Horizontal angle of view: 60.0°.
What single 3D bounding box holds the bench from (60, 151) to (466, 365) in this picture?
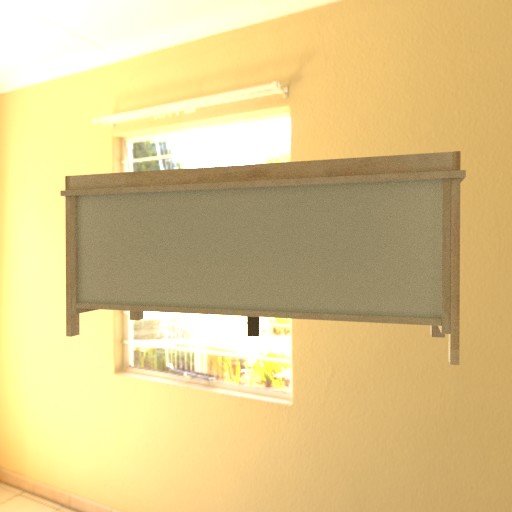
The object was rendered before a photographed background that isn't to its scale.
[{"bbox_3d":[0.000,0.000,1.384,1.140,0.501,0.398,0,1,18],"label":"bench"}]
